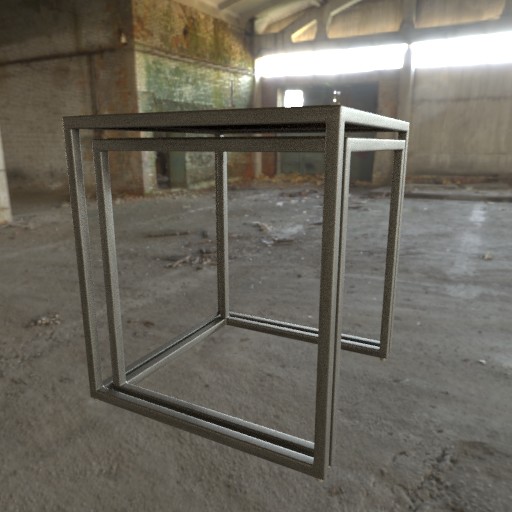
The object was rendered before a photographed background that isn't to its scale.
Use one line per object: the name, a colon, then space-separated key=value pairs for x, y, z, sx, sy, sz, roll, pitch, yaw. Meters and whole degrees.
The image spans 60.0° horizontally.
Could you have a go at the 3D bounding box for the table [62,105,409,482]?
table: x=0.000 y=0.000 z=0.843 sx=0.449 sy=0.500 sz=0.450 roll=7 pitch=16 yaw=27
